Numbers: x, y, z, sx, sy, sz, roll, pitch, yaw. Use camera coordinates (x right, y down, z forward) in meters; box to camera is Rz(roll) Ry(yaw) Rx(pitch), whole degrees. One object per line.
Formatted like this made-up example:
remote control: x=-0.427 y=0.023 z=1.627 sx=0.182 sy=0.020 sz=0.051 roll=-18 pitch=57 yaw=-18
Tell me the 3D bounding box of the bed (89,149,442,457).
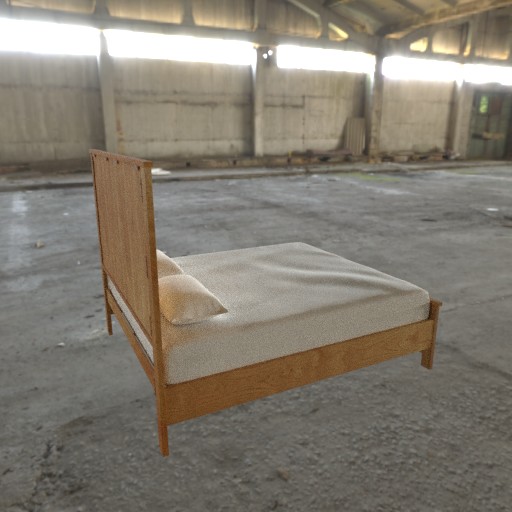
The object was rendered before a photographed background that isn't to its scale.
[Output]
bed: x=0.000 y=0.000 z=3.651 sx=2.201 sy=1.686 sz=1.936 roll=-8 pitch=17 yaw=-26
